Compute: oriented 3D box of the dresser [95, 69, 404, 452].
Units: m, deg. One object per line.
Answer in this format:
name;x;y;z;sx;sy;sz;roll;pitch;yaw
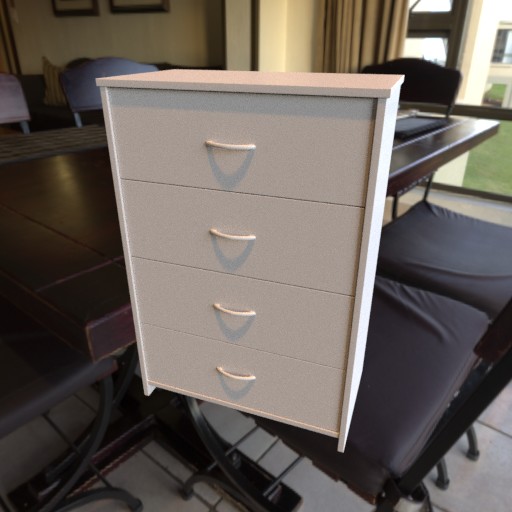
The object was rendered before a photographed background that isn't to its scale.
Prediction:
dresser;0.000;0.000;1.359;0.704;1.021;0.401;9;28;18
